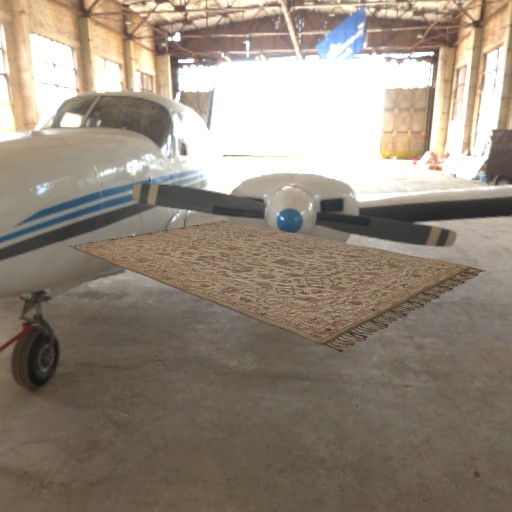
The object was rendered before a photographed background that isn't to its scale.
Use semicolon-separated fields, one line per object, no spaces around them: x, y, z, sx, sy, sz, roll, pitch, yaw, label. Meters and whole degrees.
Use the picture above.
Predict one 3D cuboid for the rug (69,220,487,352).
0.000;0.000;2.989;2.434;0.027;1.529;14;20;43;rug
